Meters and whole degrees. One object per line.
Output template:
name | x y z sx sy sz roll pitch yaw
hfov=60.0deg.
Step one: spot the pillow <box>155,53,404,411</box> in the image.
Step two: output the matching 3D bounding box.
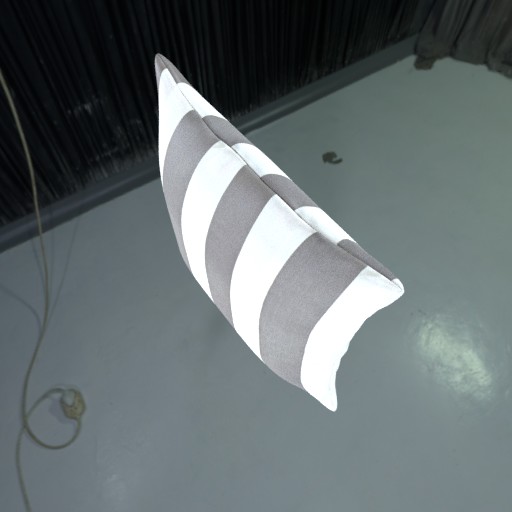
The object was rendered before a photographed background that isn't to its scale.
pillow | 0.000 0.000 0.786 0.192 0.507 0.522 -32 63 -19
